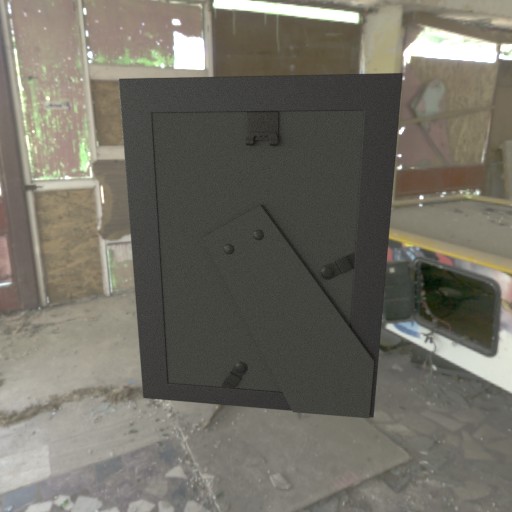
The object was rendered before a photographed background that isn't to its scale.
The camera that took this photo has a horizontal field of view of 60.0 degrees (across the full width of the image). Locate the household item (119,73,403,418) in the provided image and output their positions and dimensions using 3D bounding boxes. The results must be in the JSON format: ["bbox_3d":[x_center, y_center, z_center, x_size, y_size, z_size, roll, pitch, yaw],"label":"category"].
[{"bbox_3d":[0.000,0.000,0.236,0.133,0.178,0.022,2,16,8],"label":"household item"}]
